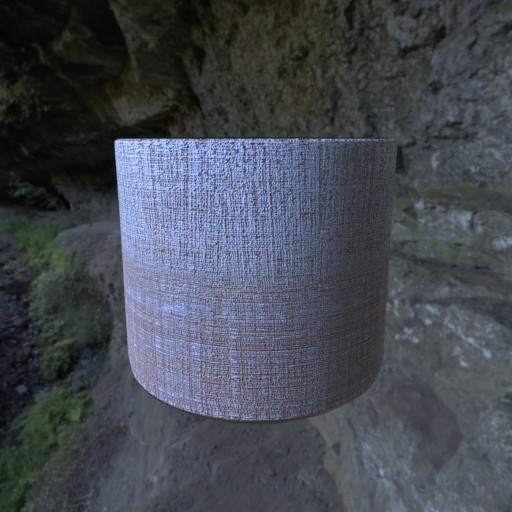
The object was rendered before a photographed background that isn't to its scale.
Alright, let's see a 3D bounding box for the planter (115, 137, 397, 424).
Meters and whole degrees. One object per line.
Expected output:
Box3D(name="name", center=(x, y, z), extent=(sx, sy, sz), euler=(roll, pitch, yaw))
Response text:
Box3D(name="planter", center=(0.000, 0.000, 0.187), extent=(0.109, 0.096, 0.109), euler=(0, 15, 0))
